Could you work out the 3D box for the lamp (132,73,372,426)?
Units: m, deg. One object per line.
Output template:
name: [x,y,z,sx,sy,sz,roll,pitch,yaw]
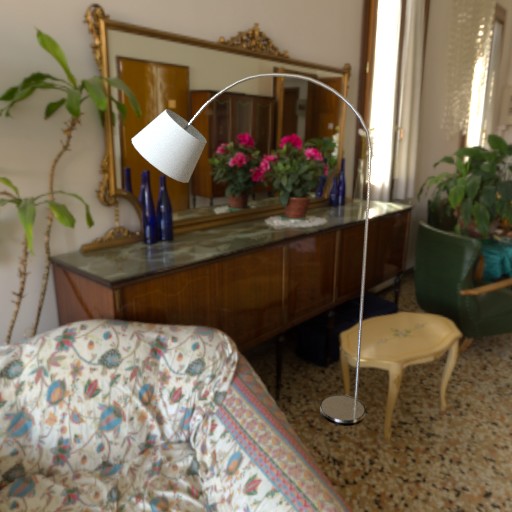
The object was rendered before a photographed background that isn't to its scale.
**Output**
lamp: [0.000,0.000,2.726,1.445,2.098,0.406,2,15,6]
